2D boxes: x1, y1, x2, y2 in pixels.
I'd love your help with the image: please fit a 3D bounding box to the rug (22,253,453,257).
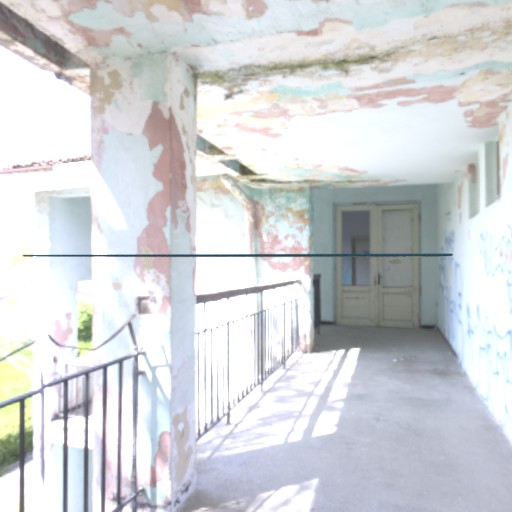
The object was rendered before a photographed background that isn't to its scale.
[{"bbox_3d":[0.000,0.000,3.970,3.044,0.015,2.226,0,0,19],"label":"rug"}]
